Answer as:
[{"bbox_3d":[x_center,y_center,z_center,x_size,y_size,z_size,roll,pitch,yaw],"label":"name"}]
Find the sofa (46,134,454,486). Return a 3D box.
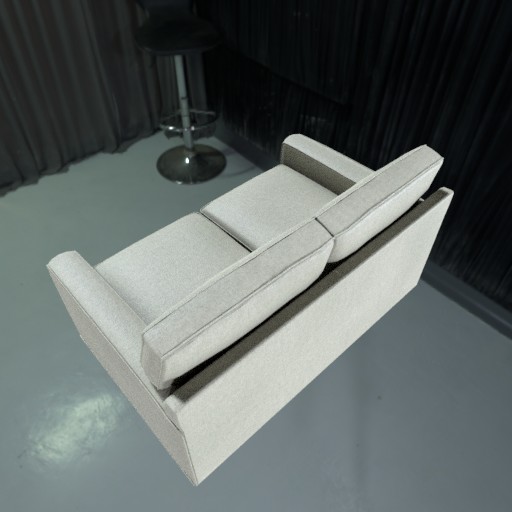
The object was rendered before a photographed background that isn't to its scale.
[{"bbox_3d":[0.000,0.000,1.984,1.484,0.853,0.940,-34,55,-28],"label":"sofa"}]
